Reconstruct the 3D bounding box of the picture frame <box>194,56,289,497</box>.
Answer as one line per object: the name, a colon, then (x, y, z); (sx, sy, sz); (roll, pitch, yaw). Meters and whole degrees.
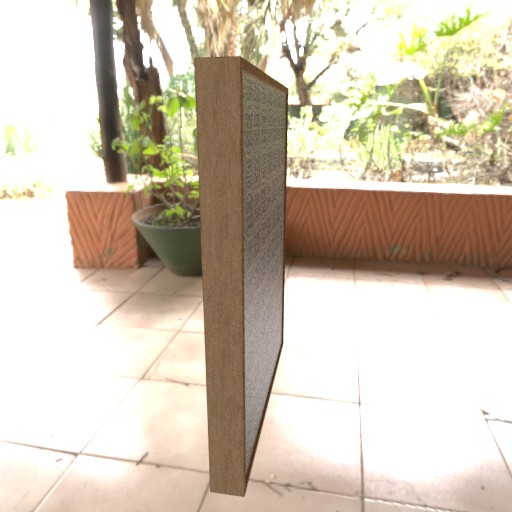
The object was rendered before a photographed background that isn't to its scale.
picture frame: (0.000, 0.000, 0.701); (0.046, 0.526, 0.421); (3, 17, 10)
